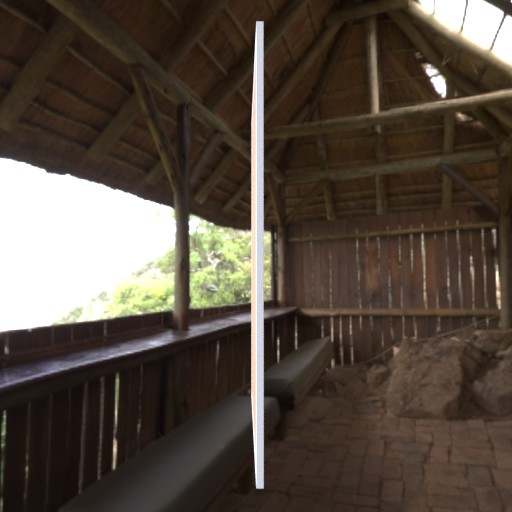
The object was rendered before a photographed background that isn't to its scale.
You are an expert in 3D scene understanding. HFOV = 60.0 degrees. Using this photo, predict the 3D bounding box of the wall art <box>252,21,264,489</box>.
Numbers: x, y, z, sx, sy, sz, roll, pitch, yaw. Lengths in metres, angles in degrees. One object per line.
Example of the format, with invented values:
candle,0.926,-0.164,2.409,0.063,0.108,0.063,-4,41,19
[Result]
wall art,0.000,0.000,1.246,0.015,0.965,0.660,0,-2,-1
